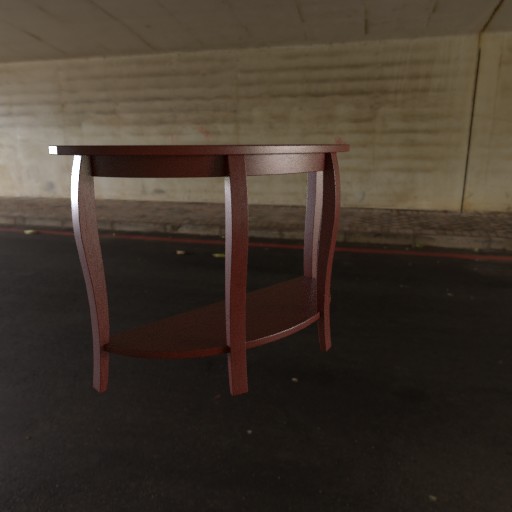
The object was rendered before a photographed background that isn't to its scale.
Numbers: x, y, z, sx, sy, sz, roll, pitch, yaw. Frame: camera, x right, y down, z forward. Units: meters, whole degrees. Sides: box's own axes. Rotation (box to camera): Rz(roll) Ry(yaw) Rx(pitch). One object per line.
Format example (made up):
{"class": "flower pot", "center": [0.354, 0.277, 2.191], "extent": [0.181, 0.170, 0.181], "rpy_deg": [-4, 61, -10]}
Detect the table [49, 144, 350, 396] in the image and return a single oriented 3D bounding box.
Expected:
{"class": "table", "center": [0.000, 0.000, 1.604], "extent": [1.219, 0.779, 0.405], "rpy_deg": [-13, 19, -42]}
